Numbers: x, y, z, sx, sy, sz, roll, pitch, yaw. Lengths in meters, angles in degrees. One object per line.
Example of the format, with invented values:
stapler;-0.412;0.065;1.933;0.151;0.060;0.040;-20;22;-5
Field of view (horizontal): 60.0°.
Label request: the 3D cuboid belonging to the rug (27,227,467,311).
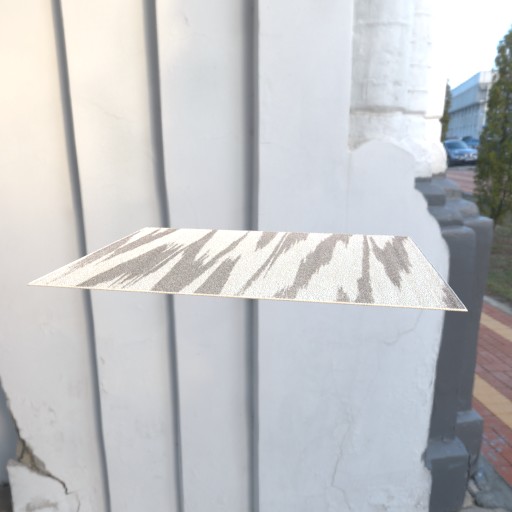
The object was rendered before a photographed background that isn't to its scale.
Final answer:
rug;0.000;0.000;2.836;2.142;0.010;1.533;2;15;9
